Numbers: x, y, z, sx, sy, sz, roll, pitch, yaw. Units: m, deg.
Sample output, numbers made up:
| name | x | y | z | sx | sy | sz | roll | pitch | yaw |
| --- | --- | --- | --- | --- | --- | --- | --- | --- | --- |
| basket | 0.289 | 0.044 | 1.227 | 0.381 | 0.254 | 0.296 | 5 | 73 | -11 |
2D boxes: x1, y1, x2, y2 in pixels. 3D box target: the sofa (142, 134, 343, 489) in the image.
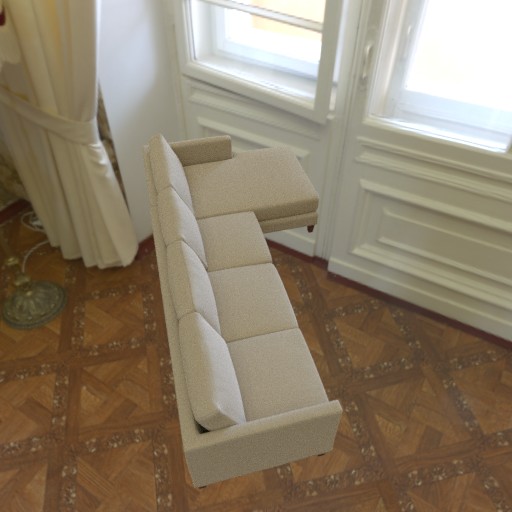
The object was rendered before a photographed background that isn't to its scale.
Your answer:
| name | x | y | z | sx | sy | sz | roll | pitch | yaw |
| --- | --- | --- | --- | --- | --- | --- | --- | --- | --- |
| sofa | 0.000 | 0.000 | 3.775 | 1.625 | 0.861 | 3.186 | -10 | 46 | -10 |
